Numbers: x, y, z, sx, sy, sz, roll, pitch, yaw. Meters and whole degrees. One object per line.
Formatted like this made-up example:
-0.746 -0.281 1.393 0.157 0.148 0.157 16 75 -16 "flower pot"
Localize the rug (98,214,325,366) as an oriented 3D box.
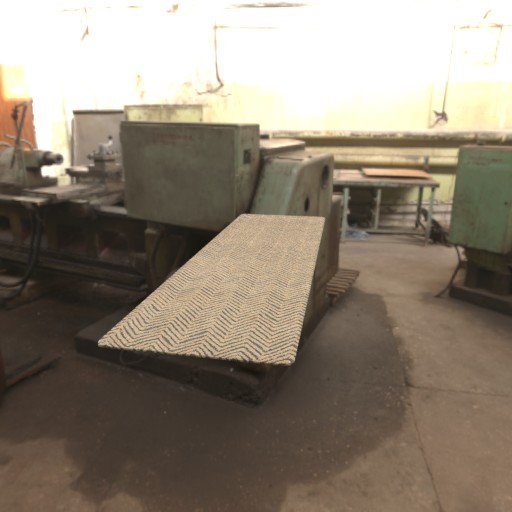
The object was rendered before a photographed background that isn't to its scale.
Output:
0.000 0.000 2.529 0.686 0.008 2.286 3 17 11 "rug"
